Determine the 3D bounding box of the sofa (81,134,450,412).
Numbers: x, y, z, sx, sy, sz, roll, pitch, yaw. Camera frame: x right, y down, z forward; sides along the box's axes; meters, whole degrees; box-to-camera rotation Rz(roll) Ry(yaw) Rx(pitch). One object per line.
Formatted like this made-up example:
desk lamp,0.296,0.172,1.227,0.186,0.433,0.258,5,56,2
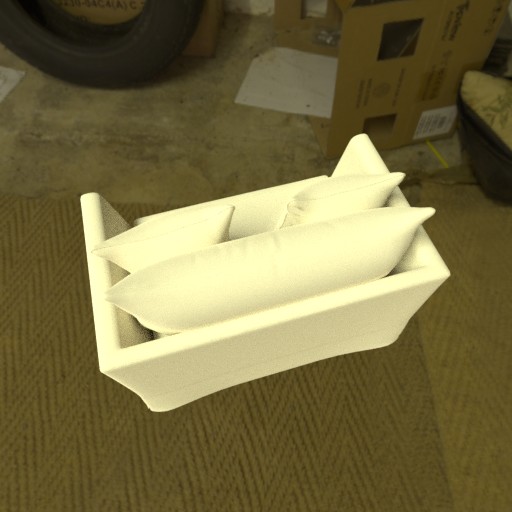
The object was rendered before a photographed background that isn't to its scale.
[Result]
sofa,0.000,0.000,2.339,1.608,1.039,1.026,-14,59,-9
